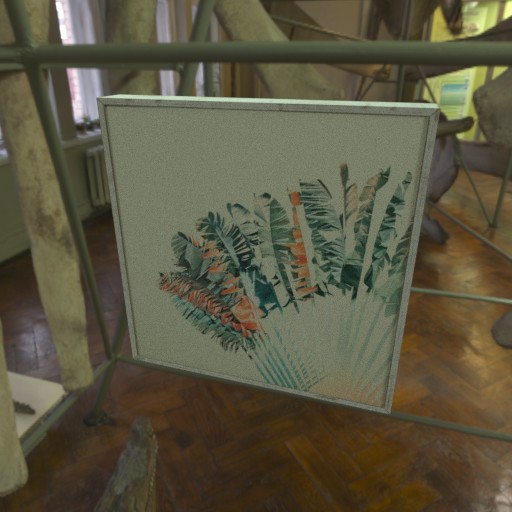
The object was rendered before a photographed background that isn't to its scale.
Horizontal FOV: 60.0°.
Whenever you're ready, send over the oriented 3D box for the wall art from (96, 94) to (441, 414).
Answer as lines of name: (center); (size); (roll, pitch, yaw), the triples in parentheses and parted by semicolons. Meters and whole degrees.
wall art: (0.000, 0.000, 0.456); (0.305, 0.303, 0.038); (7, 26, 16)
